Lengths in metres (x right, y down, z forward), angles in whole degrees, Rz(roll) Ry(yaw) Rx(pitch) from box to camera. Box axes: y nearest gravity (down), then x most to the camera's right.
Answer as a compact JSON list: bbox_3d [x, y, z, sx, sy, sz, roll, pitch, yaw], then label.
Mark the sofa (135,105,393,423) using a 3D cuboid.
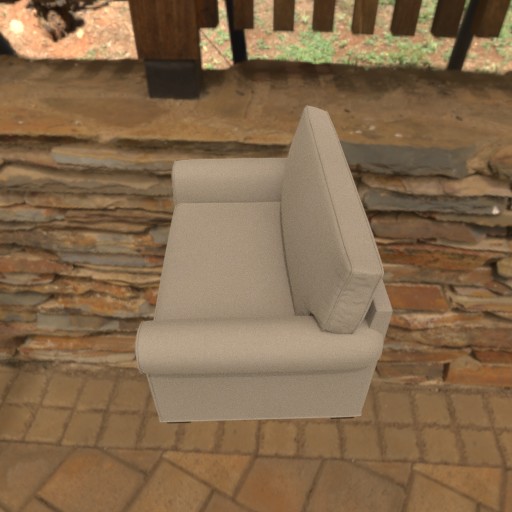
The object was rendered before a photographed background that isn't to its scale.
[{"bbox_3d":[0.000,0.000,2.193,0.937,1.006,1.405,-1,42,-1],"label":"sofa"}]
